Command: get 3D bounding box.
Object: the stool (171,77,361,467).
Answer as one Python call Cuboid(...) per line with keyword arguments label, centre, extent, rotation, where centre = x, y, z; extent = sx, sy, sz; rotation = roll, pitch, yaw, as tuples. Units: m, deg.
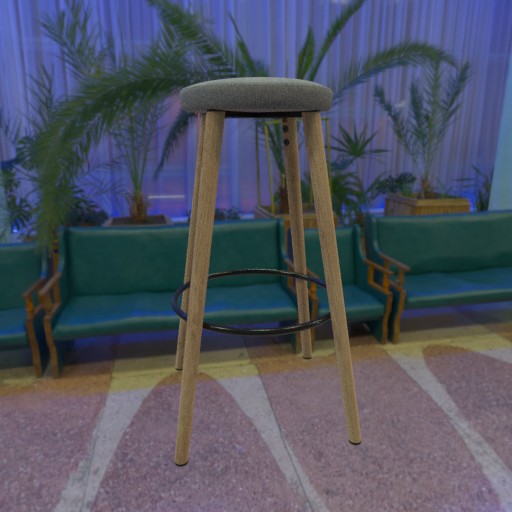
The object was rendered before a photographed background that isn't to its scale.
Cuboid(label="stool", centre=(0.000, 0.000, 1.032), extent=(0.410, 0.770, 0.410), rotation=(-3, 16, -9))
